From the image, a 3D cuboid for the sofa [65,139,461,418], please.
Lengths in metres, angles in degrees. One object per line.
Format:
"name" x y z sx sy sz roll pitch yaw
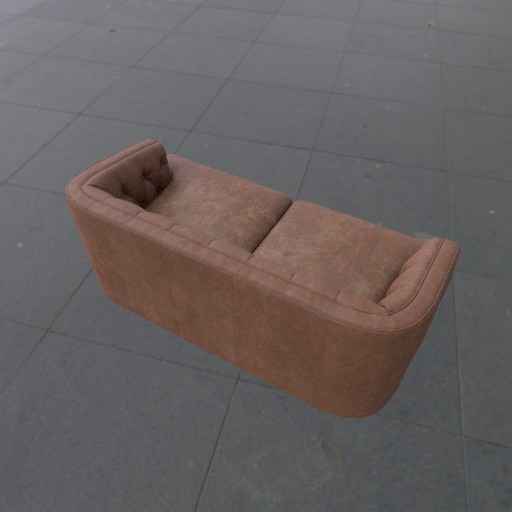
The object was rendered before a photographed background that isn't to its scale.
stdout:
"sofa" 0.000 0.000 2.226 1.755 0.786 0.914 22 50 20
